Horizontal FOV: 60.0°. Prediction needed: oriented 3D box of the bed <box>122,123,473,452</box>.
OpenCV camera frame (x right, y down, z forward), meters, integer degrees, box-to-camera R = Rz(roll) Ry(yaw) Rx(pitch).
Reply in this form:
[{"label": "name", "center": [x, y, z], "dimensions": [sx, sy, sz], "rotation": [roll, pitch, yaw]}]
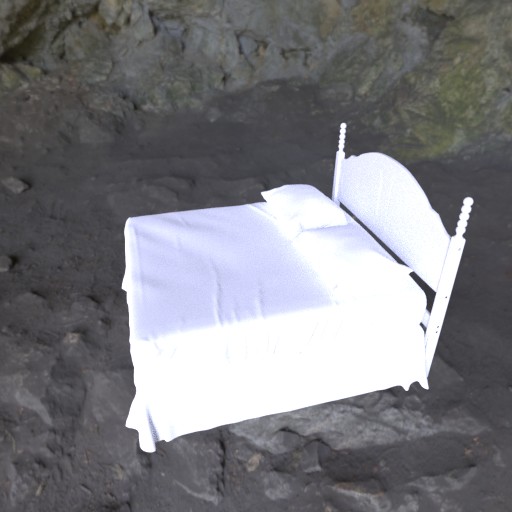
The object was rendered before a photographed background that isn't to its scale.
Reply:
[{"label": "bed", "center": [0.000, 0.000, 3.187], "dimensions": [2.040, 1.356, 1.873], "rotation": [-8, 32, -13]}]
